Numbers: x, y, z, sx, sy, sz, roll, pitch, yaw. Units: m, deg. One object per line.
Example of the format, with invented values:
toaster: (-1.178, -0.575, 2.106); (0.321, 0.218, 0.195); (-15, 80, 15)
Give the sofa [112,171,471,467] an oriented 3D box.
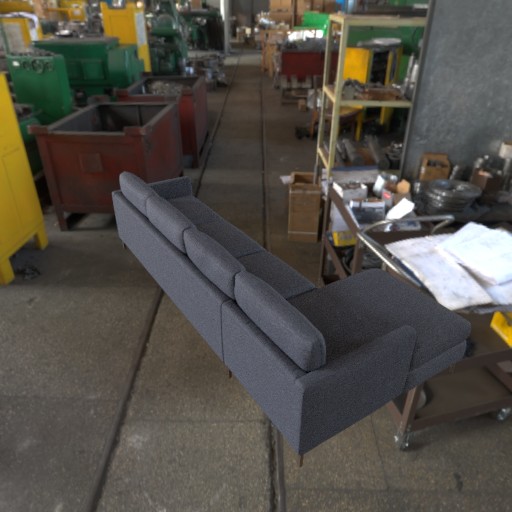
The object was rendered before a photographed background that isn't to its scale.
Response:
sofa: (0.000, 0.000, 2.913); (1.125, 0.673, 2.445); (-18, 35, -28)
